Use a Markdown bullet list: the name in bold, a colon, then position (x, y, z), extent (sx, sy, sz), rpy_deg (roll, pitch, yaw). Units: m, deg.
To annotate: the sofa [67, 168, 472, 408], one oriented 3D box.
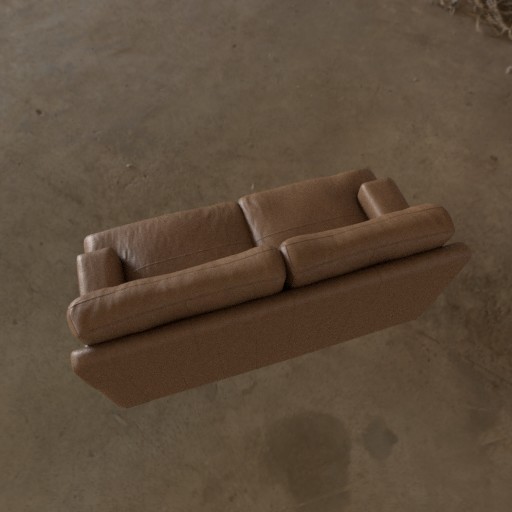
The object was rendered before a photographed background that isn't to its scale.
- **sofa**: position (0.000, 0.000, 2.405), extent (1.855, 0.980, 0.962), rpy_deg (-15, 60, -9)
